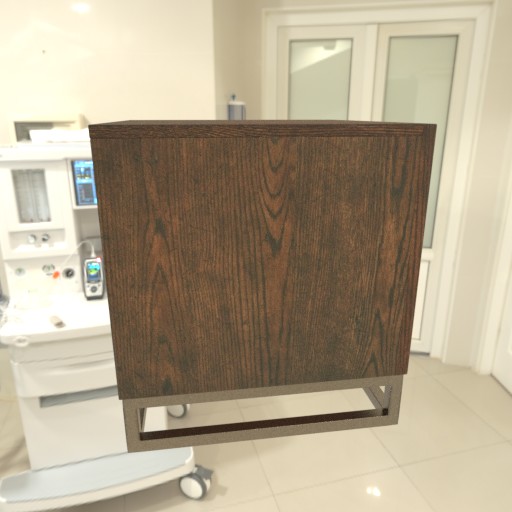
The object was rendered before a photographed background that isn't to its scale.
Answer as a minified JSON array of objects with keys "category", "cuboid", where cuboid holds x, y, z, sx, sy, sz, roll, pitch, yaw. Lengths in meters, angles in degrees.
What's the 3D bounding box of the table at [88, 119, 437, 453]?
[{"category":"table","cuboid":[0.000,0.000,1.002,0.566,0.582,0.506,-3,18,-8]}]
